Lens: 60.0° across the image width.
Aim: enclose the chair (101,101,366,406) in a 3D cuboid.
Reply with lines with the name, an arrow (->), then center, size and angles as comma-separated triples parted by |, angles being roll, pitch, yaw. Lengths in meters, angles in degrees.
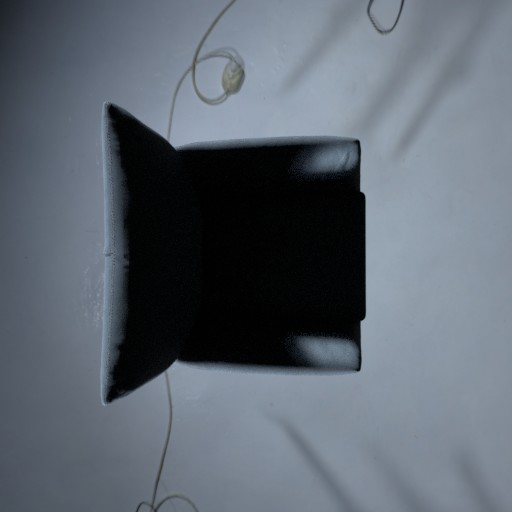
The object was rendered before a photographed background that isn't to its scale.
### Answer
chair -> 0.000, 0.000, 1.391 | 0.709, 0.858, 0.678 | 0, 89, 0
